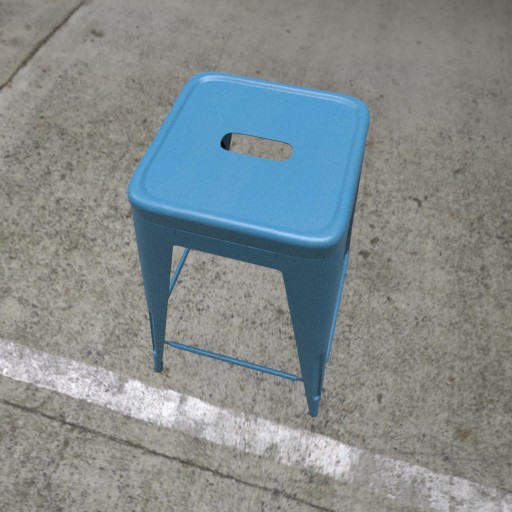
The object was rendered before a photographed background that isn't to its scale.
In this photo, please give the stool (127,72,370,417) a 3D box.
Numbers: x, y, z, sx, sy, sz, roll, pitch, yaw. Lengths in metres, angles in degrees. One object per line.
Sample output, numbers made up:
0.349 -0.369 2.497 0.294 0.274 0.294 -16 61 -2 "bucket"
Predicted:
0.000 0.000 0.907 0.410 0.608 0.410 13 58 8 "stool"
